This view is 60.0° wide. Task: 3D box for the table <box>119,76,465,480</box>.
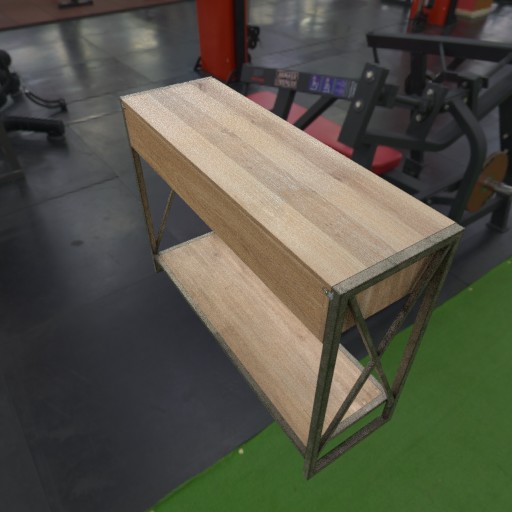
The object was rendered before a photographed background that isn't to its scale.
[{"bbox_3d":[0.000,0.000,1.419,0.361,0.763,1.059,-24,46,-25],"label":"table"}]
